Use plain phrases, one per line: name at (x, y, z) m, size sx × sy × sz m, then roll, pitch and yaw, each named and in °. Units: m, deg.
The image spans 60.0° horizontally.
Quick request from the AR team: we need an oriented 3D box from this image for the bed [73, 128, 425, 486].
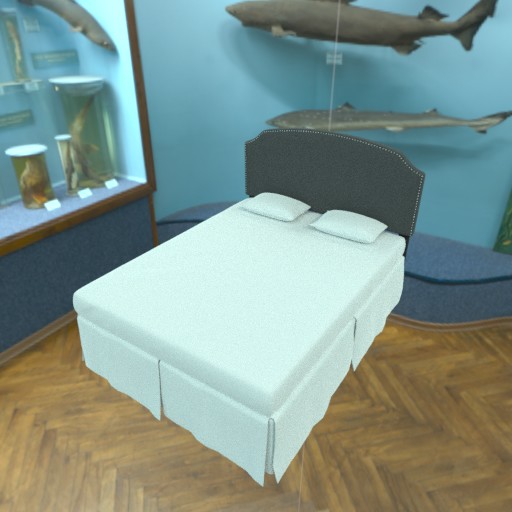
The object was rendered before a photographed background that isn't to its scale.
bed at (0.000, 0.000, 2.973) m, size 1.558 × 1.270 × 1.999 m, roll 19°, pitch 34°, yaw 29°
